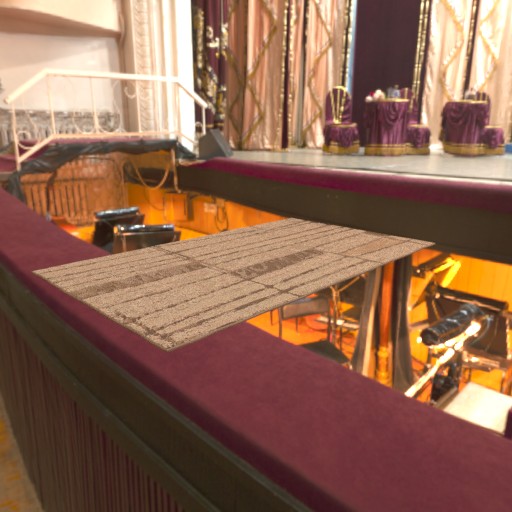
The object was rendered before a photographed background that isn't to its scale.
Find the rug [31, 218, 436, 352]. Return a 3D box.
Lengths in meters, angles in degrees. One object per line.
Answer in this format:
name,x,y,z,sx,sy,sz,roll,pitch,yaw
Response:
rug,0.000,0.000,1.078,0.515,0.007,0.867,15,22,43
